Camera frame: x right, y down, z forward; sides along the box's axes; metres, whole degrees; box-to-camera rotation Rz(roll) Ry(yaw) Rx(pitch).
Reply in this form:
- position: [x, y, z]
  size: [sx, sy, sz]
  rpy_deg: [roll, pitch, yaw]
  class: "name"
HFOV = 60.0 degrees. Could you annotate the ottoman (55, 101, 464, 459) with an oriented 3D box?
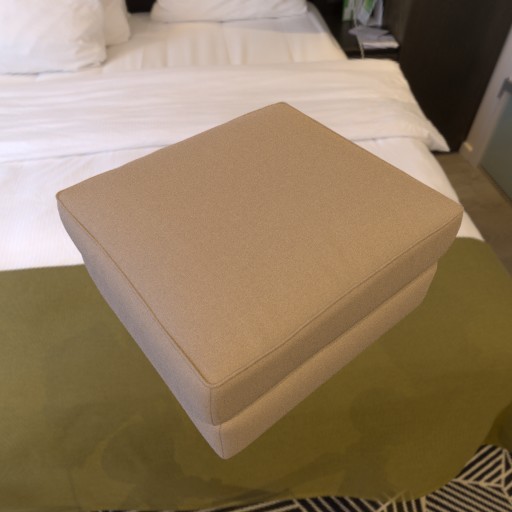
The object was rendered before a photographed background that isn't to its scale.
- position: [0.000, 0.000, 1.127]
  size: [0.721, 0.505, 0.662]
  rpy_deg: [-30, 54, -25]
  class: "ottoman"
